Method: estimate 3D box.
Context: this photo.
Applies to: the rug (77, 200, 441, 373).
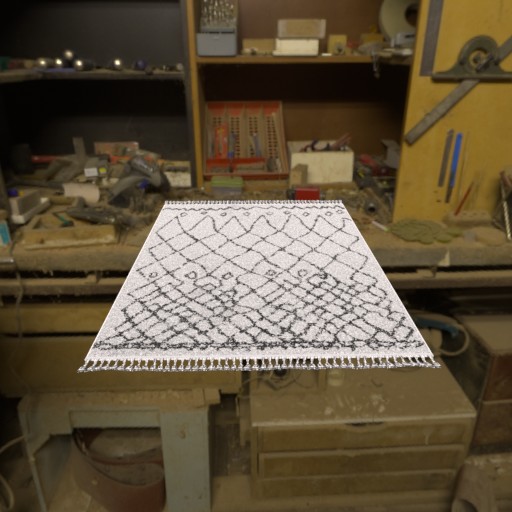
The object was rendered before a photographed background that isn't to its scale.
[{"bbox_3d":[0.000,0.000,2.997,1.613,0.017,2.312,0,26,-1],"label":"rug"}]
